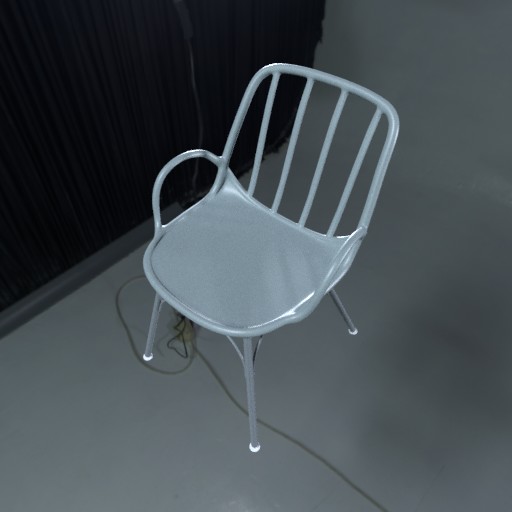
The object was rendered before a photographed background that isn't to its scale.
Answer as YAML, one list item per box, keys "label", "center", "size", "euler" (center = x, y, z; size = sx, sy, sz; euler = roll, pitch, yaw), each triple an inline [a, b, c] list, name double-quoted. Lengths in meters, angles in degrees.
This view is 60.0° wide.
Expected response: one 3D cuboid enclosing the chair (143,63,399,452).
- label: "chair"
  center: [0.000, 0.000, 1.225]
  size: [0.549, 0.816, 0.597]
  euler: [31, 54, 26]
